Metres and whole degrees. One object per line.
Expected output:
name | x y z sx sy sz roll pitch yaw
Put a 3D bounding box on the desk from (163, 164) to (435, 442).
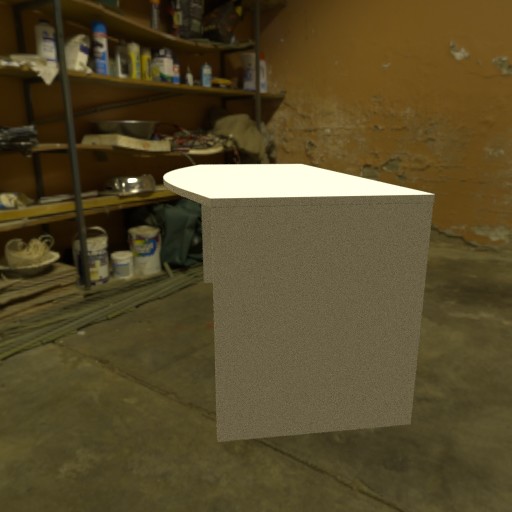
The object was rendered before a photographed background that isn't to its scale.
desk | 0.000 0.000 2.065 0.802 0.750 1.600 -2 15 -8
